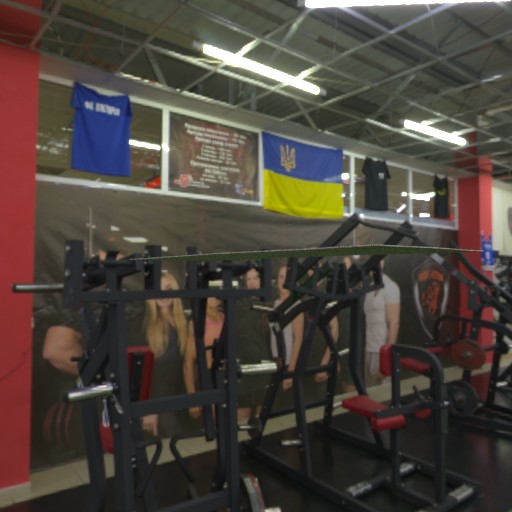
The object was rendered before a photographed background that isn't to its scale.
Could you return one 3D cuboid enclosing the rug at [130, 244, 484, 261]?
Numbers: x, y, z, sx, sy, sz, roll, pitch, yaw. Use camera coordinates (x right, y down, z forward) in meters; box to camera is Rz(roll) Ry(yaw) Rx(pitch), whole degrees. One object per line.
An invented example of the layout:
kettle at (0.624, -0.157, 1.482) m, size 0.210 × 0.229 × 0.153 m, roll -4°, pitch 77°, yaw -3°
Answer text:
rug at (0.000, 0.000, 2.587) m, size 0.697 × 0.013 × 2.335 m, roll 1°, pitch -2°, yaw -35°
